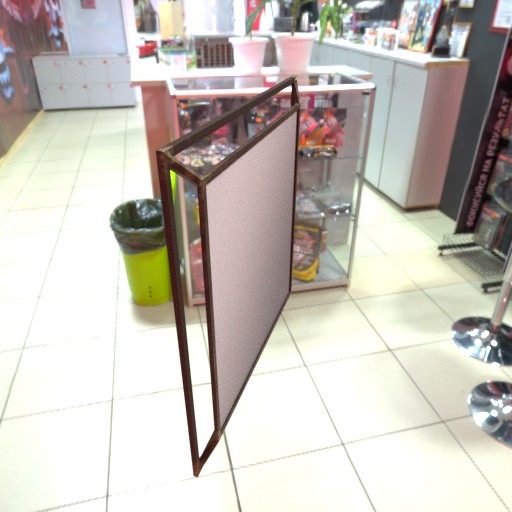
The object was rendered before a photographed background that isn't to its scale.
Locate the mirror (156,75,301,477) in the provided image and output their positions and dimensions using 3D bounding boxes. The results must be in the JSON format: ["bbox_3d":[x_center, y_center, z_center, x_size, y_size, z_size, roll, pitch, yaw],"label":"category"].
[{"bbox_3d":[0.000,0.000,0.908,0.032,0.610,0.610,10,32,17],"label":"mirror"}]
